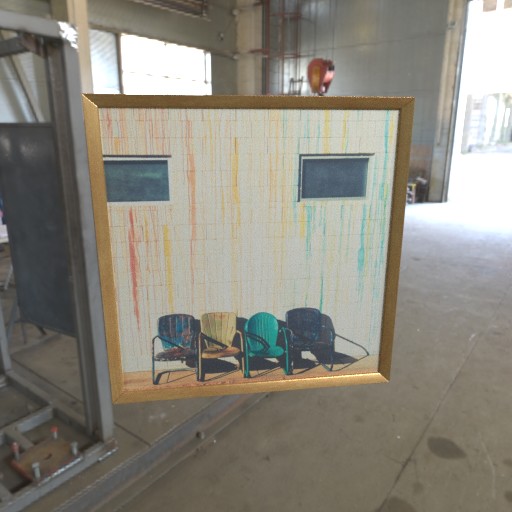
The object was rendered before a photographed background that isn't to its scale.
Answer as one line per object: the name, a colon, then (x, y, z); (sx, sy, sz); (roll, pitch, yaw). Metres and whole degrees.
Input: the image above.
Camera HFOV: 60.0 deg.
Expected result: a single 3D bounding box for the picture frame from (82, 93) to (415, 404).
picture frame: (0.000, 0.000, 1.118); (0.758, 0.761, 0.037); (-2, 16, -8)
